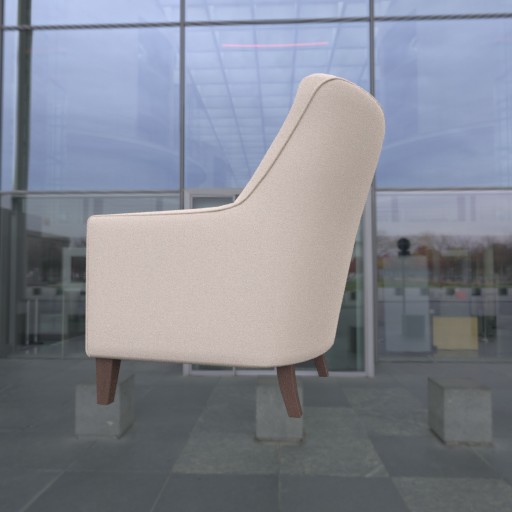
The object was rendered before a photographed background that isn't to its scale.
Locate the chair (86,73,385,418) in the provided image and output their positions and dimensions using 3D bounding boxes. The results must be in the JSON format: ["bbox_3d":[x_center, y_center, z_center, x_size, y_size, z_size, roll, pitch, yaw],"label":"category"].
[{"bbox_3d":[0.000,0.000,1.553,0.879,0.916,0.756,-1,-2,18],"label":"chair"}]
